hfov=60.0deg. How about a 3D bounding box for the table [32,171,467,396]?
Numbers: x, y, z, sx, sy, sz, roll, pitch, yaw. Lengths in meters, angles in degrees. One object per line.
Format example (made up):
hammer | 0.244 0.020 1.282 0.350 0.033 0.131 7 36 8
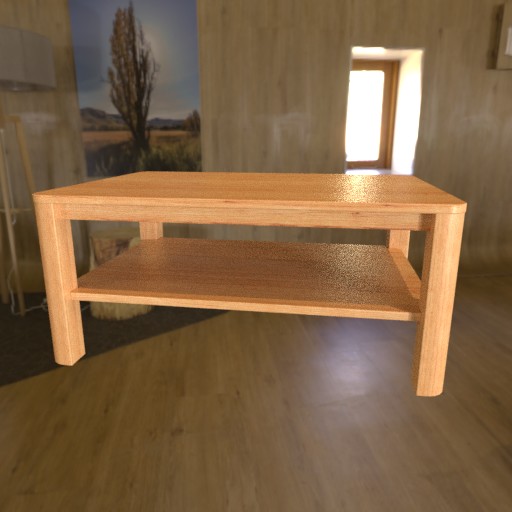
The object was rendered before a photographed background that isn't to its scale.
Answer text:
table | 0.000 0.000 1.361 0.997 0.445 0.696 2 16 9
